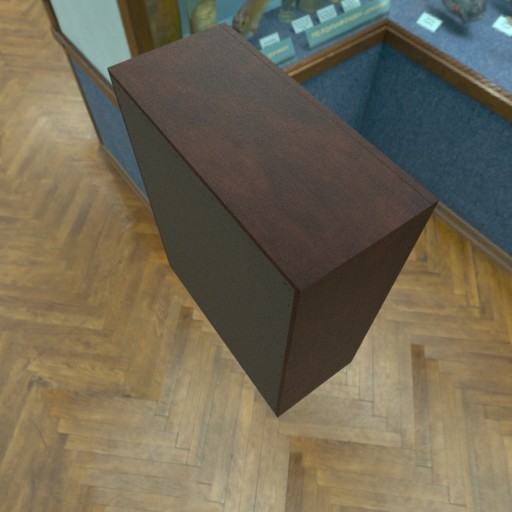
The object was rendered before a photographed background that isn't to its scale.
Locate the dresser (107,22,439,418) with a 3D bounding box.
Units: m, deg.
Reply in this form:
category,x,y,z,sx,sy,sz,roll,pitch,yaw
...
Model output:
category,x,y,z,sx,sy,sz,roll,pitch,yaw
dresser,0.000,0.000,2.017,0.506,1.514,1.072,-31,63,-18
